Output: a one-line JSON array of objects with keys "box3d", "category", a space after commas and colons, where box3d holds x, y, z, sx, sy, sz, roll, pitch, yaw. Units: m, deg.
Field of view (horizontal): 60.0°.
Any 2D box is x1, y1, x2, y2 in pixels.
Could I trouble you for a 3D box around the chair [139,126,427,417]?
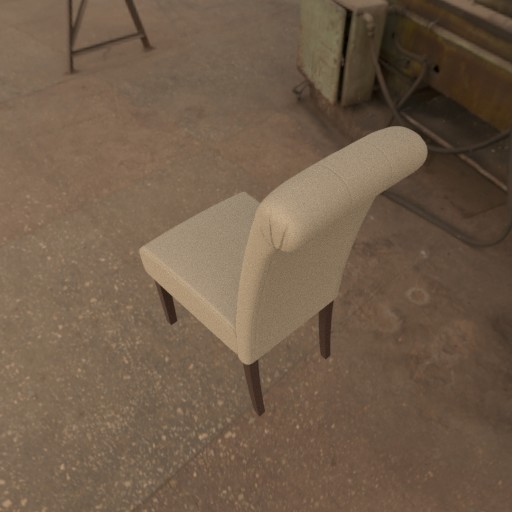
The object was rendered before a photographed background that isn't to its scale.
[{"box3d": [0.000, 0.000, 1.350, 0.456, 1.006, 0.671, -33, 55, -27], "category": "chair"}]
